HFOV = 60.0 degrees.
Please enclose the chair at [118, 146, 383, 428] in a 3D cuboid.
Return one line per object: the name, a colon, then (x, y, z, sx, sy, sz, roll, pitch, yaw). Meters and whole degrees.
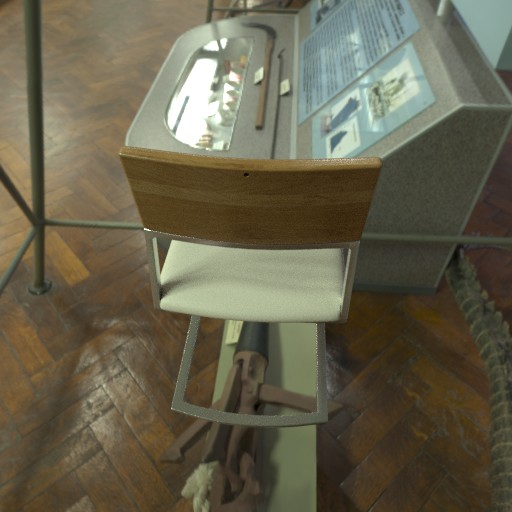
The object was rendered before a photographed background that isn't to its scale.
chair: (0.000, 0.000, 1.192, 0.467, 0.844, 0.585, 3, 46, 3)
